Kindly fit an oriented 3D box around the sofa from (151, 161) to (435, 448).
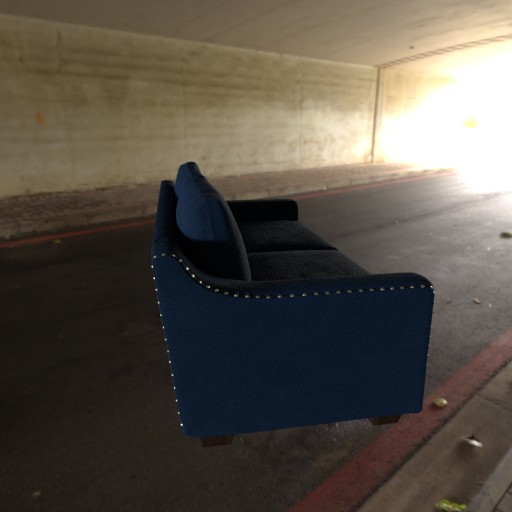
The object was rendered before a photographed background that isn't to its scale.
[{"bbox_3d":[0.000,0.000,2.638,1.104,0.983,2.107,-3,17,-10],"label":"sofa"}]
